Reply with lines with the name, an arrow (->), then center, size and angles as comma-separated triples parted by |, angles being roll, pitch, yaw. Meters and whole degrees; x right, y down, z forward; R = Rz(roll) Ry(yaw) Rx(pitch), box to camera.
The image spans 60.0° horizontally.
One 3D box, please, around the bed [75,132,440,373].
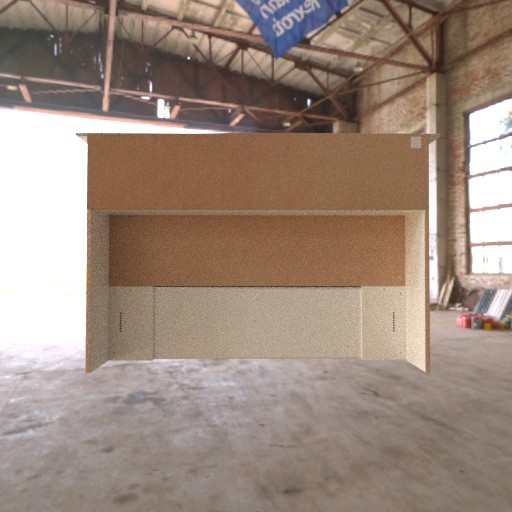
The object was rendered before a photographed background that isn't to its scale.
bed -> 0.000, 0.000, 3.084 | 1.671, 1.092, 2.133 | 0, -1, -1
